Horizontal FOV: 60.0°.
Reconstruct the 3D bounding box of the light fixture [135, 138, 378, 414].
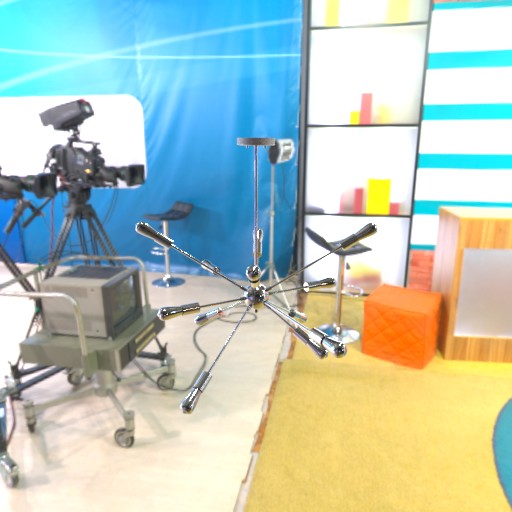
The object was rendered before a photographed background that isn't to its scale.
[{"bbox_3d":[0.000,0.000,1.083,0.509,0.558,0.684,-8,17,-27],"label":"light fixture"}]
